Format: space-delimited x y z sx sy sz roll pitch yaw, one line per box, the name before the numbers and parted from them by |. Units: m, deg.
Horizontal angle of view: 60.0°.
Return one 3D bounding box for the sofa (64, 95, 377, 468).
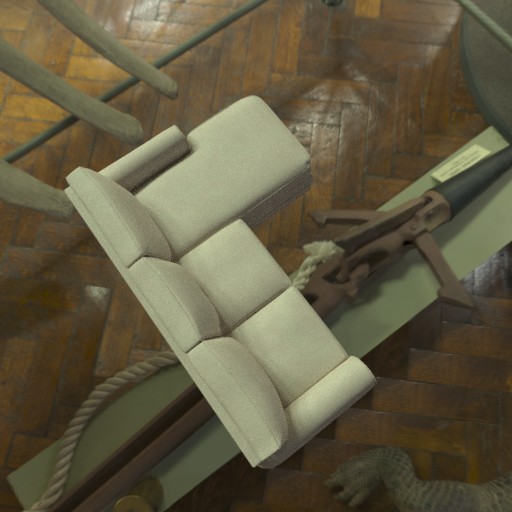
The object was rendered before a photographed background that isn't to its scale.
sofa | 0.000 0.000 2.390 1.226 0.734 1.770 -36 77 -9
